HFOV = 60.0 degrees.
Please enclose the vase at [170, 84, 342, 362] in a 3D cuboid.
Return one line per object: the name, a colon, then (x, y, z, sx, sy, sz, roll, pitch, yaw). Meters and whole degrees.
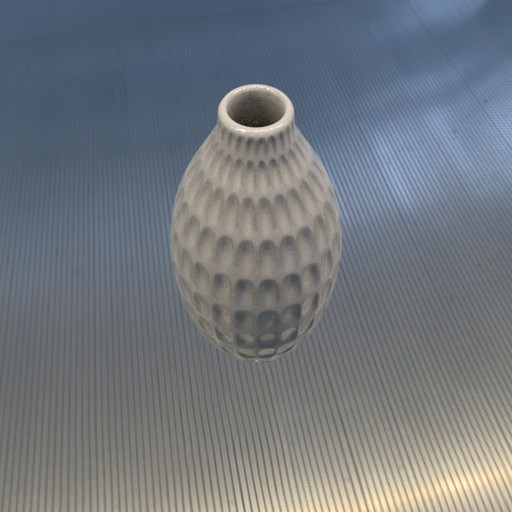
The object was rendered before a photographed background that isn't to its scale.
vase: (0.000, 0.000, 0.342, 0.127, 0.282, 0.127, 0, 58, 0)
